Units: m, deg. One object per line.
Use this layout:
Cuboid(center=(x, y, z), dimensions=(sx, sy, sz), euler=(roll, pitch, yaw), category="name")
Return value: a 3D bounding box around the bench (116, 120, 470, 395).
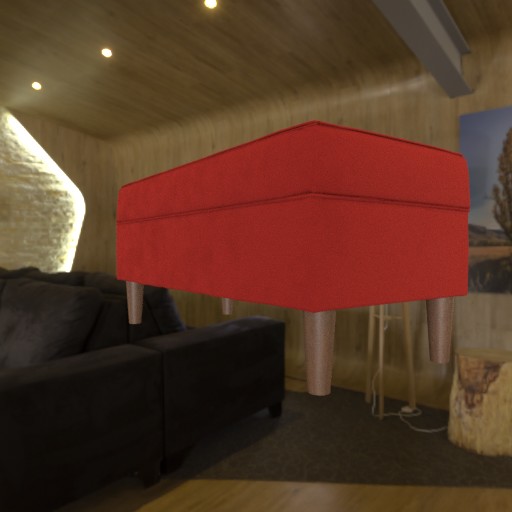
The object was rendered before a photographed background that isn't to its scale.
Cuboid(center=(0.000, 0.000, 1.268), dimensions=(0.492, 0.471, 1.016), euler=(-1, 1, -36), category="bench")
